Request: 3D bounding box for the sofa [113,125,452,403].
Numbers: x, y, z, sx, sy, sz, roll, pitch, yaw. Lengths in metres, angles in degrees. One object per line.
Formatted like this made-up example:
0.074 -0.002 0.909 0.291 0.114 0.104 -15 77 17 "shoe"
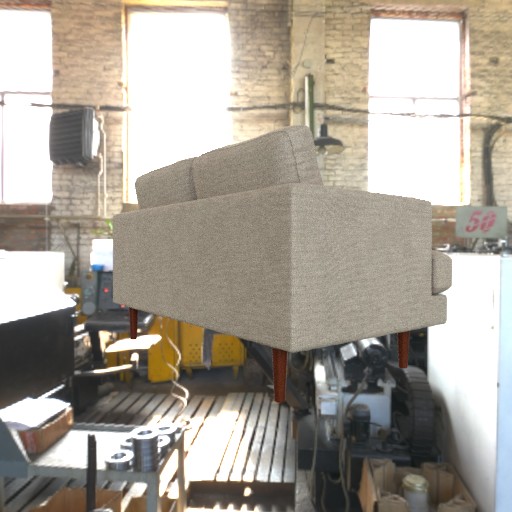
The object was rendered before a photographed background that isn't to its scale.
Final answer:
0.000 0.000 2.198 0.903 0.944 1.582 -1 1 -37 "sofa"
